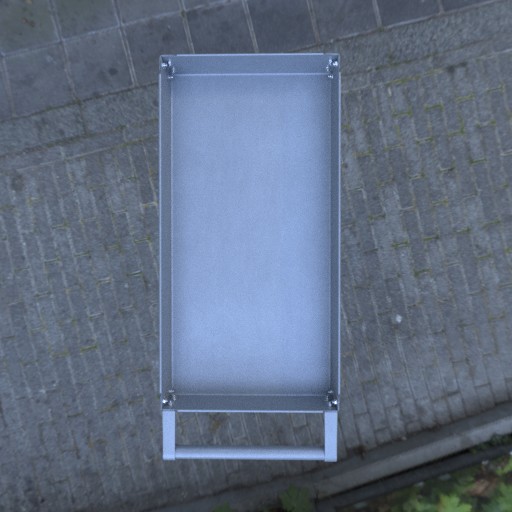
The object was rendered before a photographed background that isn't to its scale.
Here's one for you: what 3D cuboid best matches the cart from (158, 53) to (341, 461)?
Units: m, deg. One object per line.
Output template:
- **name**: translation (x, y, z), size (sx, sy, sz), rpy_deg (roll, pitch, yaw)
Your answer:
- **cart**: translation (0.000, 0.000, 1.185), size (0.366, 0.719, 0.779), rpy_deg (0, 90, 1)
